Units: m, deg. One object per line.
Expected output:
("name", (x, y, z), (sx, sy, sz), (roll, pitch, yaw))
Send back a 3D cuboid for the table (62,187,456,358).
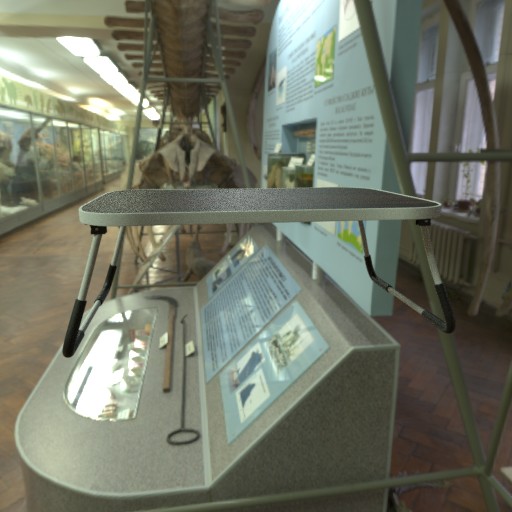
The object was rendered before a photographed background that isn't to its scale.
("table", (0.000, 0.000, 0.872), (0.660, 0.232, 0.400), (-2, 14, -8))
